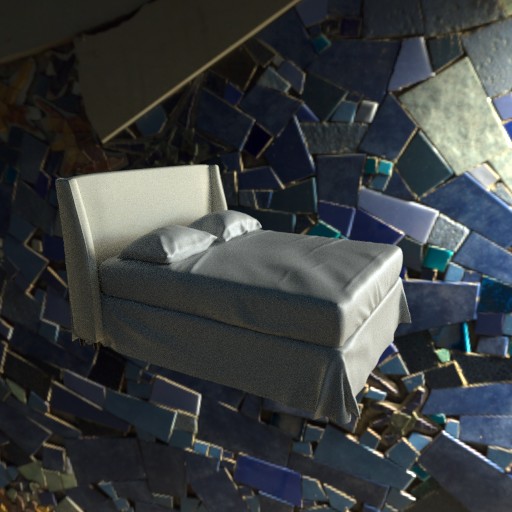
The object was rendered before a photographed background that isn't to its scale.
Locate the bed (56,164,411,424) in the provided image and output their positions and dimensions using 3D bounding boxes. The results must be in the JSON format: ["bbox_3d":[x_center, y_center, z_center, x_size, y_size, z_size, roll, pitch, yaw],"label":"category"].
[{"bbox_3d":[0.000,0.000,3.611,2.276,1.332,1.925,8,17,28],"label":"bed"}]
